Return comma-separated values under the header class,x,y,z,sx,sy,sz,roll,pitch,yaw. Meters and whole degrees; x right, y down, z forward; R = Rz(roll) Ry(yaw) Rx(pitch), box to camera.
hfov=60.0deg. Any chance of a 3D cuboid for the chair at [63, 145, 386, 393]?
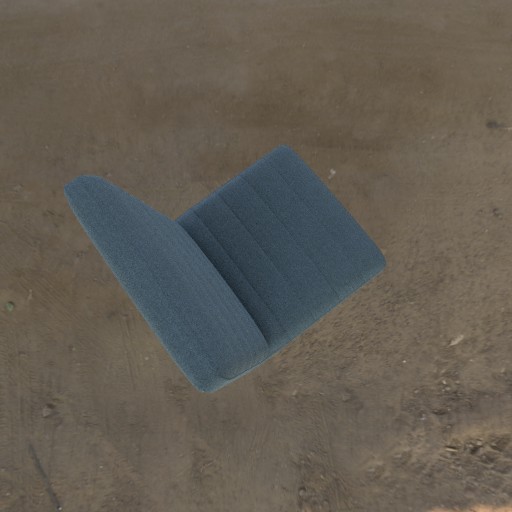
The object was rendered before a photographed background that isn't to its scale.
class,x,y,z,sx,sy,sz,roll,pitch,yaw
chair,0.000,0.000,1.322,0.634,0.930,0.520,-36,77,-9
